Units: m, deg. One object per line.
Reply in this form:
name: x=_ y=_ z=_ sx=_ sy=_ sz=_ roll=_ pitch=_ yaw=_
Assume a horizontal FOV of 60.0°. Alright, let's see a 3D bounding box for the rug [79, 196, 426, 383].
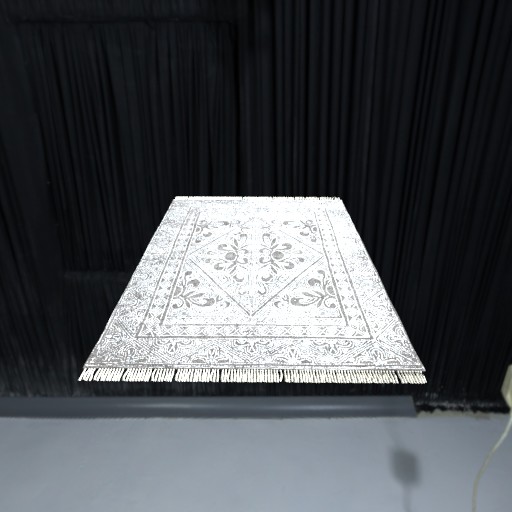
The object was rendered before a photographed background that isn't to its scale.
rug: x=0.000 y=0.000 z=2.996 sx=1.529 sy=0.010 sz=2.440 roll=0 pitch=26 yaw=1
